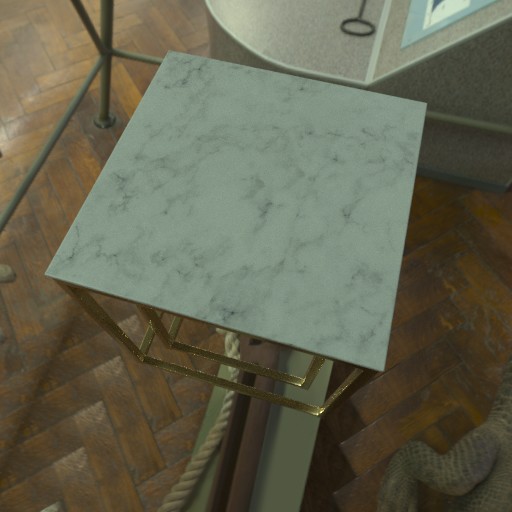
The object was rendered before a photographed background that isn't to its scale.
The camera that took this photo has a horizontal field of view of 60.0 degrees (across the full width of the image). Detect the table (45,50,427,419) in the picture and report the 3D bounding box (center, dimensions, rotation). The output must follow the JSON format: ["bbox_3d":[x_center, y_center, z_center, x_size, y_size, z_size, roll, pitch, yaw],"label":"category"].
[{"bbox_3d":[0.000,0.000,0.875,0.450,0.500,0.450,15,64,7],"label":"table"}]
